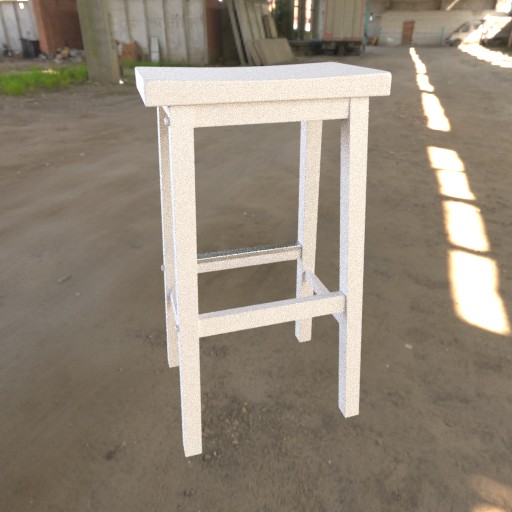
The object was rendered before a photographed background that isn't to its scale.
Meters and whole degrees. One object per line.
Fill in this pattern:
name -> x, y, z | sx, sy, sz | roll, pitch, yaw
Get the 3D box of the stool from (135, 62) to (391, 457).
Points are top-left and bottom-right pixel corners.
stool -> 0.000, 0.000, 0.952 | 0.406, 0.742, 0.322 | -8, 29, -15
